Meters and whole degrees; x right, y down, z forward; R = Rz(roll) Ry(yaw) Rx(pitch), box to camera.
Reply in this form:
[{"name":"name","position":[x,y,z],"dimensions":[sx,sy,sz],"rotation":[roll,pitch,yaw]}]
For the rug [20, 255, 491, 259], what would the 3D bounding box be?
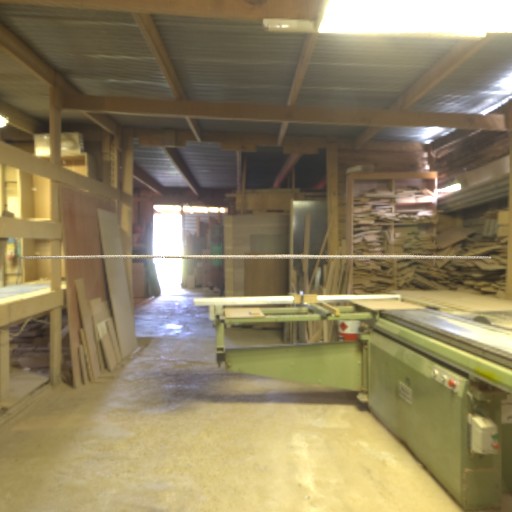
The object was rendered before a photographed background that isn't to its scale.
[{"name":"rug","position":[0.000,0.000,2.328],"dimensions":[1.825,0.015,1.232],"rotation":[0,0,0]}]
